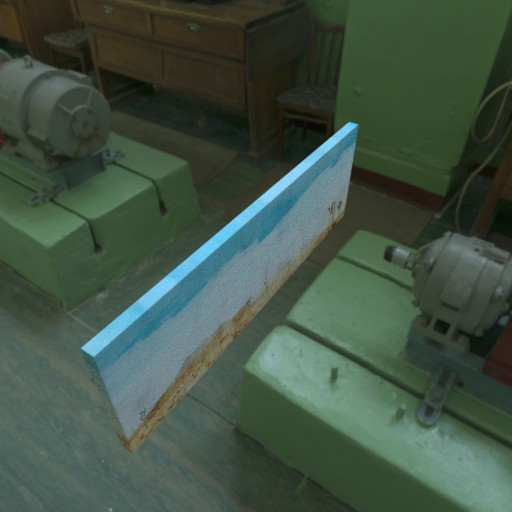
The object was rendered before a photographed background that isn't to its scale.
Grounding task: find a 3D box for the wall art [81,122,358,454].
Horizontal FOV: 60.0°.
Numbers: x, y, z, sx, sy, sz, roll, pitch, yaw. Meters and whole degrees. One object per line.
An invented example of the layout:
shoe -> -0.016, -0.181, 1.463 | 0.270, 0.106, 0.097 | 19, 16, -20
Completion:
wall art -> 0.000, 0.000, 0.851 | 0.044, 0.254, 0.759 | 24, 47, 25
